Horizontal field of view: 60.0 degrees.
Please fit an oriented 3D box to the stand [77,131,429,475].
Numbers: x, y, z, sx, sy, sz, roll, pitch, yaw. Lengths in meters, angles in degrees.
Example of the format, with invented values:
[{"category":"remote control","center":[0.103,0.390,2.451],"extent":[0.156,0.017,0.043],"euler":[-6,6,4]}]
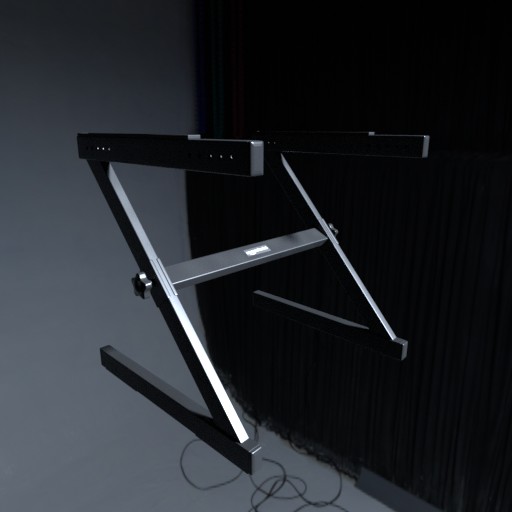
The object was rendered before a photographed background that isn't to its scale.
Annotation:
[{"category":"stand","center":[0.000,0.000,1.152],"extent":[0.586,0.617,0.700],"euler":[15,22,42]}]
